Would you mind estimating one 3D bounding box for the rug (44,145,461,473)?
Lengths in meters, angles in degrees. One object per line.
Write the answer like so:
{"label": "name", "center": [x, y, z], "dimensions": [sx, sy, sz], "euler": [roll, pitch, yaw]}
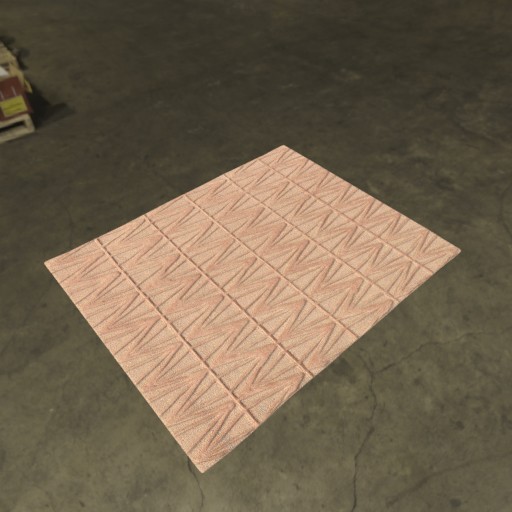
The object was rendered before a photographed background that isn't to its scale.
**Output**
{"label": "rug", "center": [0.000, 0.000, 4.134], "dimensions": [3.052, 0.043, 2.453], "euler": [-32, 54, -27]}
